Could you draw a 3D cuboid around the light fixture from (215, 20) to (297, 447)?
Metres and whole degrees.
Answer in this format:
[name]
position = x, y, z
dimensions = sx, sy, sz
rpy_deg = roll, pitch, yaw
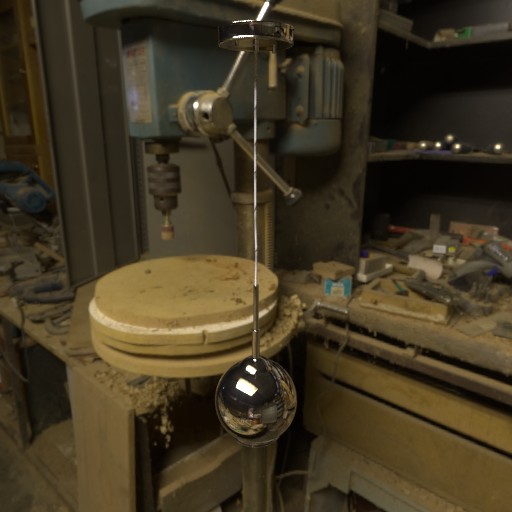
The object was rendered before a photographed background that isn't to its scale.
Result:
[light fixture]
position = 0.000, 0.000, 1.657
dimensions = 0.336, 1.538, 0.336
rpy_deg = 14, 21, 41
